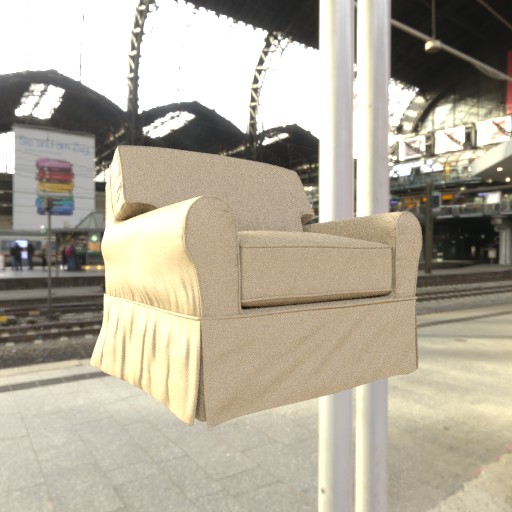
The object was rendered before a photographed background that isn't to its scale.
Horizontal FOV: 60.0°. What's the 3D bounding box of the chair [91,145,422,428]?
[{"bbox_3d":[0.000,0.000,1.833,1.096,0.937,0.903,0,1,-36],"label":"chair"}]
